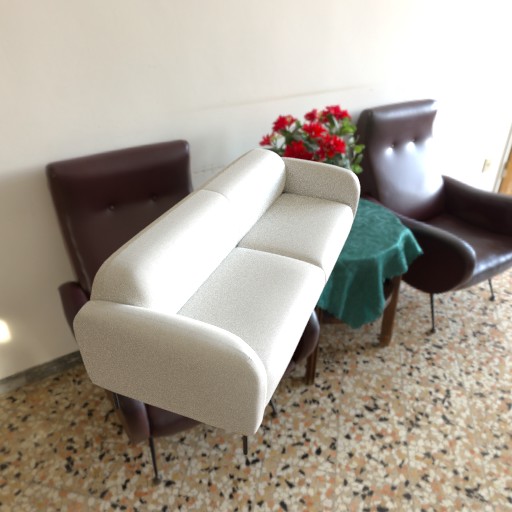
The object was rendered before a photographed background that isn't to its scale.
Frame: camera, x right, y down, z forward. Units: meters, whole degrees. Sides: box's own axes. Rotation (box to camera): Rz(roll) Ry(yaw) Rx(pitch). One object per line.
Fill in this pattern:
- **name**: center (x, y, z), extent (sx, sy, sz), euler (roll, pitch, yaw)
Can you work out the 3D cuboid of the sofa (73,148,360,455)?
- **sofa**: center (0.000, 0.000, 2.692), extent (0.880, 0.780, 2.257), euler (11, 33, 18)
